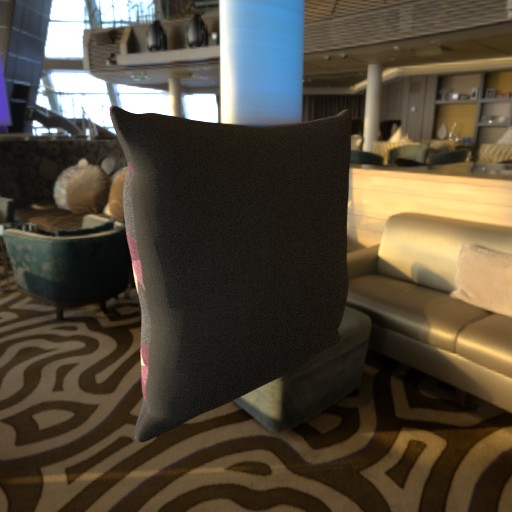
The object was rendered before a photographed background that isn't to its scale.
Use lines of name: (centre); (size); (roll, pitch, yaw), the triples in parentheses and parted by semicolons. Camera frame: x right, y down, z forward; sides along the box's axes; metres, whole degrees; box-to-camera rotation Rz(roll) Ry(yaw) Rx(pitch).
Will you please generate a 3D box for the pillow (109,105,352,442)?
pillow: (0.000, 0.000, 0.771); (0.503, 0.496, 0.208); (-14, 22, -41)
